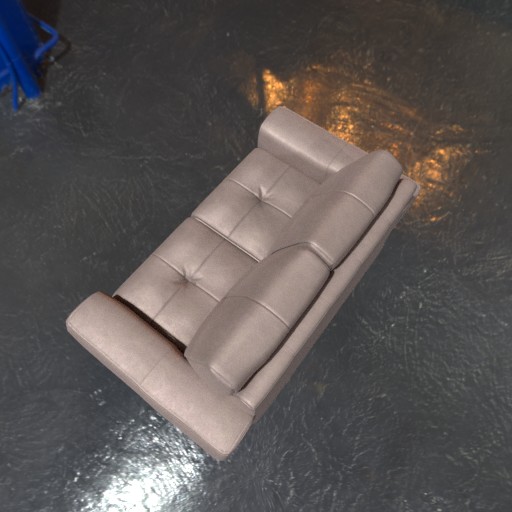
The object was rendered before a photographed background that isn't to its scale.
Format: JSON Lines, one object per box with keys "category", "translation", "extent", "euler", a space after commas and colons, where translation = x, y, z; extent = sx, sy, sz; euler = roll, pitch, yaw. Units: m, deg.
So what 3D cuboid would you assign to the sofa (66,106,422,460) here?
{"category": "sofa", "translation": [0.000, 0.000, 2.374], "extent": [1.018, 0.907, 1.806], "euler": [34, 68, 16]}
